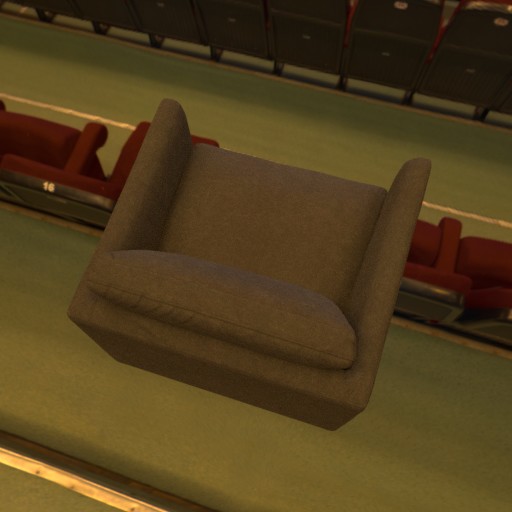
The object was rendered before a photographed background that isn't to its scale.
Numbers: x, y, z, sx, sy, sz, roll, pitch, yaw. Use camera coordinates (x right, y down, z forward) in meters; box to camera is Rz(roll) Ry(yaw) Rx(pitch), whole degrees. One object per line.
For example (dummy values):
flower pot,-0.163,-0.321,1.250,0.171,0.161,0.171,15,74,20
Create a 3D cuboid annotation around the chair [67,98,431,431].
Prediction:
chair,0.000,0.000,1.874,1.190,0.845,1.091,15,63,8
